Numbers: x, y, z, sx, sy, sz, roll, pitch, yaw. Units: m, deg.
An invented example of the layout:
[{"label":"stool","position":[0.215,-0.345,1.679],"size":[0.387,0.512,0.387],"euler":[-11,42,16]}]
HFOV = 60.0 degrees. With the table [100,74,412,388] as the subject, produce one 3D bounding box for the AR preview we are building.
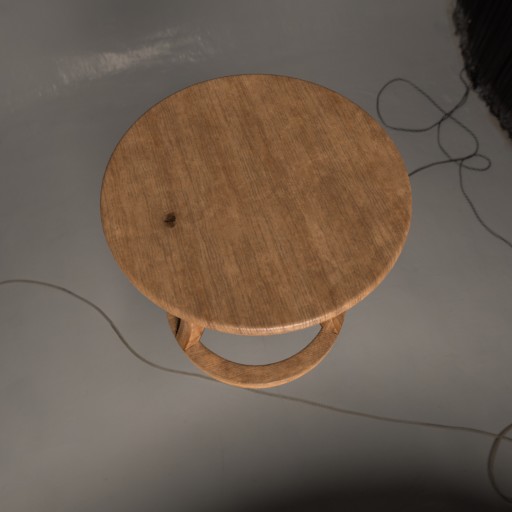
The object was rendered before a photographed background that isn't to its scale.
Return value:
[{"label":"table","position":[0.000,0.000,0.820],"size":[0.432,0.460,0.432],"euler":[0,63,0]}]
